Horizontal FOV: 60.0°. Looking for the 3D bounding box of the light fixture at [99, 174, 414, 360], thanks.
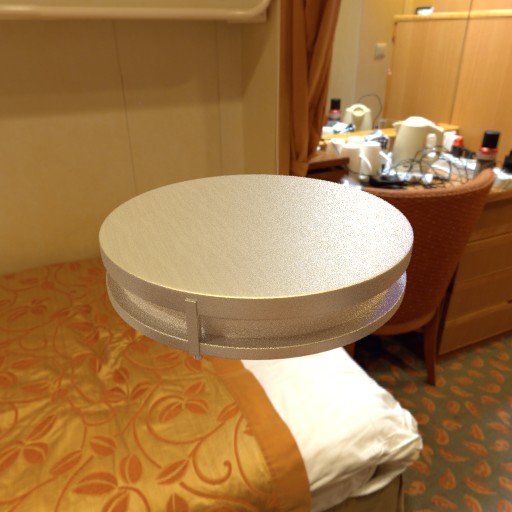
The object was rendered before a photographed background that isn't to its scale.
[{"bbox_3d":[0.000,0.000,0.544,0.356,0.102,0.356,0,27,0],"label":"light fixture"}]
